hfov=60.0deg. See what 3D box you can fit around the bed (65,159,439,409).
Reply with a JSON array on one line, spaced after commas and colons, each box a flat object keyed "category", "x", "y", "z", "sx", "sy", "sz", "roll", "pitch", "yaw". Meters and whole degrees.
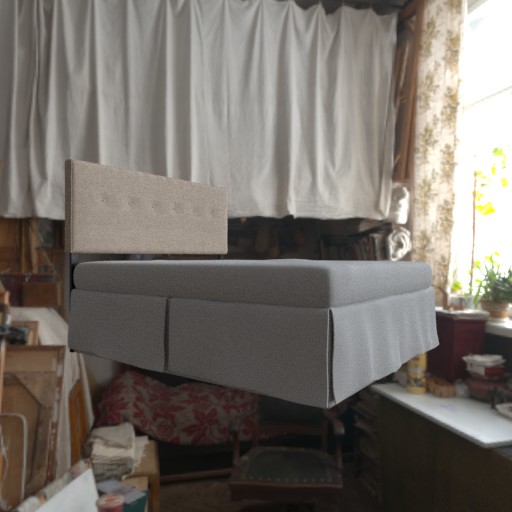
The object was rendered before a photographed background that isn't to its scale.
[{"category": "bed", "x": 0.000, "y": 0.000, "z": 2.963, "sx": 1.978, "sy": 1.270, "sz": 1.643, "roll": 0, "pitch": 0, "yaw": 36}]
